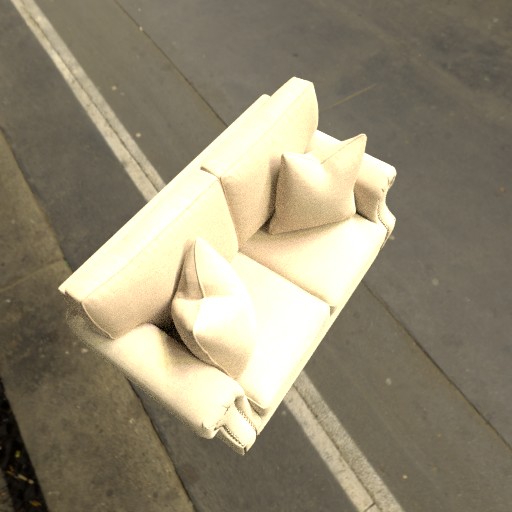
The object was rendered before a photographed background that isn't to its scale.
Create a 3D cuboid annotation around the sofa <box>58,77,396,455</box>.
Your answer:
[{"bbox_3d":[0.000,0.000,2.276,0.966,0.966,1.701,31,63,18],"label":"sofa"}]
